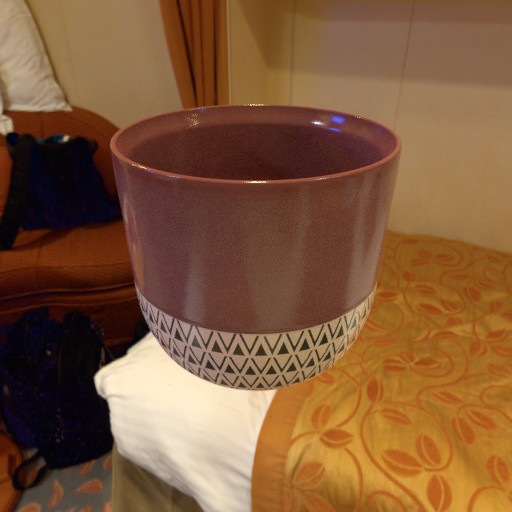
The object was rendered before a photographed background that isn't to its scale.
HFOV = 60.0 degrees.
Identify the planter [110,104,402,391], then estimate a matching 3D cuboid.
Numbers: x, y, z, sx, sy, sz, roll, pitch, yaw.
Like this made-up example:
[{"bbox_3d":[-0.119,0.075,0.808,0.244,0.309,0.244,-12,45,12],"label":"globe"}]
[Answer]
[{"bbox_3d":[0.000,0.000,0.486,0.266,0.270,0.266,0,30,0],"label":"planter"}]
